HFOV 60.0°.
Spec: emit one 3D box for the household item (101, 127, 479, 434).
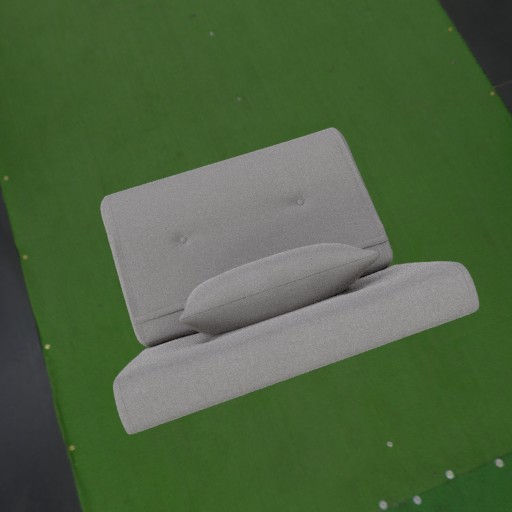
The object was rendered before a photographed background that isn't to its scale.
[{"bbox_3d":[0.000,0.000,1.598,1.000,0.800,0.874,-18,74,-5],"label":"household item"}]
